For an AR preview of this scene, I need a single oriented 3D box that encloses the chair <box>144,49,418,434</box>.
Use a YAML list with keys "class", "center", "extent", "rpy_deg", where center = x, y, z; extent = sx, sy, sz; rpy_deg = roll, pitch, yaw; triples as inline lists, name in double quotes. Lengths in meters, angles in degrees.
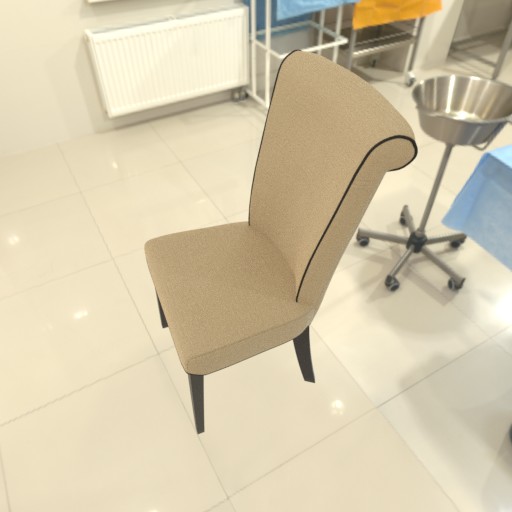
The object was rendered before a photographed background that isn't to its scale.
- class: "chair"
  center: [0.000, 0.000, 1.357]
  extent: [0.623, 0.997, 0.522]
  rpy_deg: [-17, 48, -16]
